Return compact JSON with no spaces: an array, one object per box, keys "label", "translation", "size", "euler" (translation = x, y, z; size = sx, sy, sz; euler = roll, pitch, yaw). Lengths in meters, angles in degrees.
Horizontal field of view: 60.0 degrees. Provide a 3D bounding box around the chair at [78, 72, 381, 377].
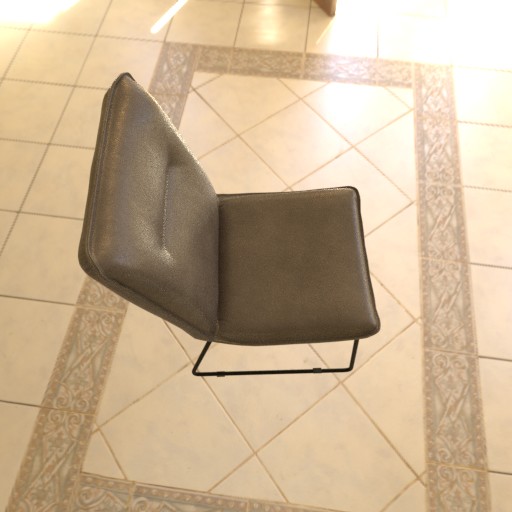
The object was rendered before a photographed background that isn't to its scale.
[{"label":"chair","translation":[0.000,0.000,1.309],"size":[0.688,0.932,0.515],"euler":[-2,64,-1]}]
